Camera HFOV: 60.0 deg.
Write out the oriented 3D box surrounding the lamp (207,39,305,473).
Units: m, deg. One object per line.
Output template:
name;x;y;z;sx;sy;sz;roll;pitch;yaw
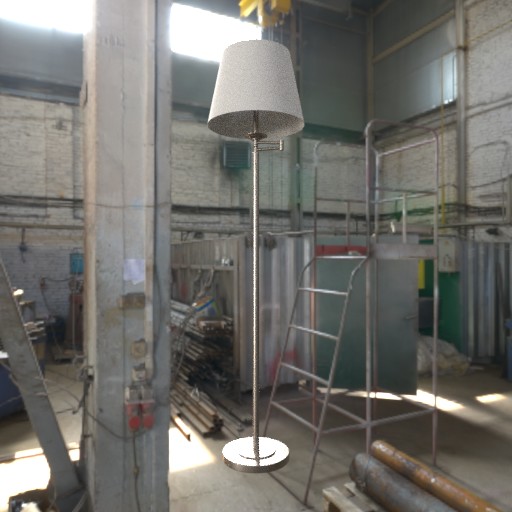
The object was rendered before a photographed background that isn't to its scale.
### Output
lamp;0.000;0.000;1.626;0.355;1.473;0.355;0;0;0
